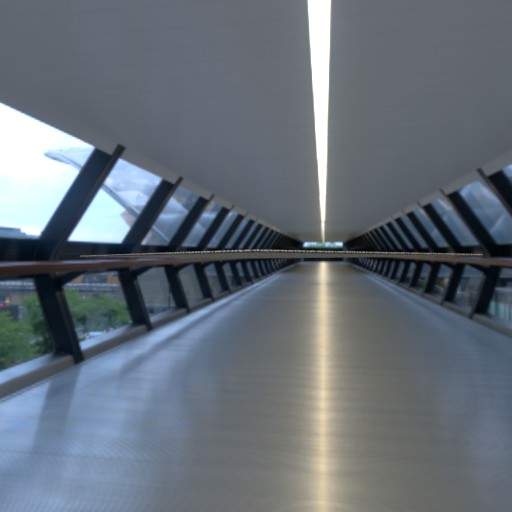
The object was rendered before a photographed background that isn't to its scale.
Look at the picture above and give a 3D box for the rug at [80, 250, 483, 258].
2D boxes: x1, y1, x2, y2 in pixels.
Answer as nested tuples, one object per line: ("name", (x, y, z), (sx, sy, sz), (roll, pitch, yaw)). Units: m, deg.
("rug", (0.000, 0.000, 4.283), (2.439, 0.014, 3.207), (1, -1, -37))
